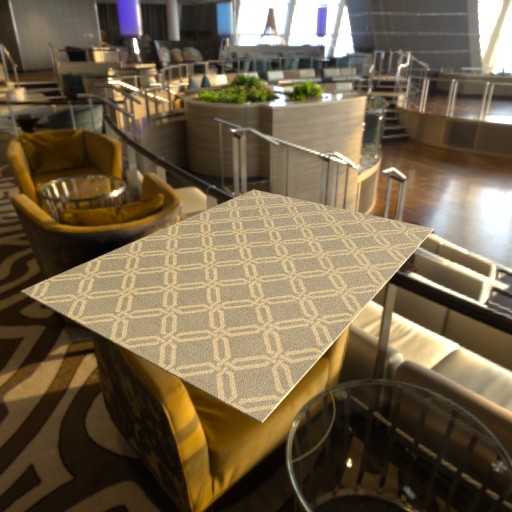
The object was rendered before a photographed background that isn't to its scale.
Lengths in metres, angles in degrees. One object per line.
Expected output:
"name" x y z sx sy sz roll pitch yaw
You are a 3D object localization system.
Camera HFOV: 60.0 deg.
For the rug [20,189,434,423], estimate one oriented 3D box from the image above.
"rug" 0.000 0.000 4.290 2.438 0.013 3.353 17 31 31
